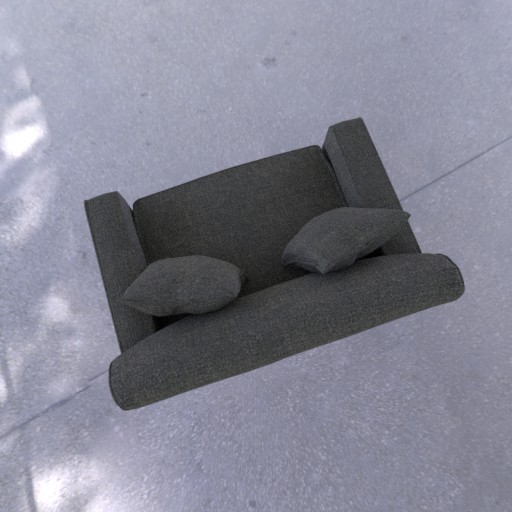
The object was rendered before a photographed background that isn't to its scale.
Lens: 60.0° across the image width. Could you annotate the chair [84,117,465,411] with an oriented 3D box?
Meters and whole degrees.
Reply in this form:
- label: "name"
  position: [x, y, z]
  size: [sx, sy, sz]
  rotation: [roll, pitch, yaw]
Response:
- label: "chair"
  position: [0.000, 0.000, 2.125]
  size: [1.383, 0.948, 1.000]
  rotation: [-18, 76, -5]
